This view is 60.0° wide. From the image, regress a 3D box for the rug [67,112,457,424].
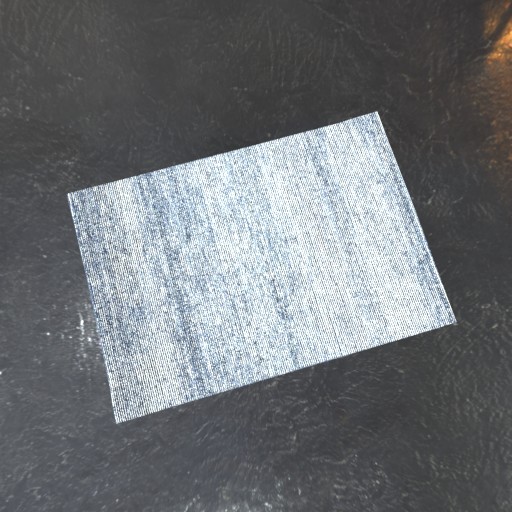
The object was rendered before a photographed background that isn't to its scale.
[{"bbox_3d":[0.000,0.000,3.064,2.349,0.030,1.624,-16,78,-3],"label":"rug"}]
